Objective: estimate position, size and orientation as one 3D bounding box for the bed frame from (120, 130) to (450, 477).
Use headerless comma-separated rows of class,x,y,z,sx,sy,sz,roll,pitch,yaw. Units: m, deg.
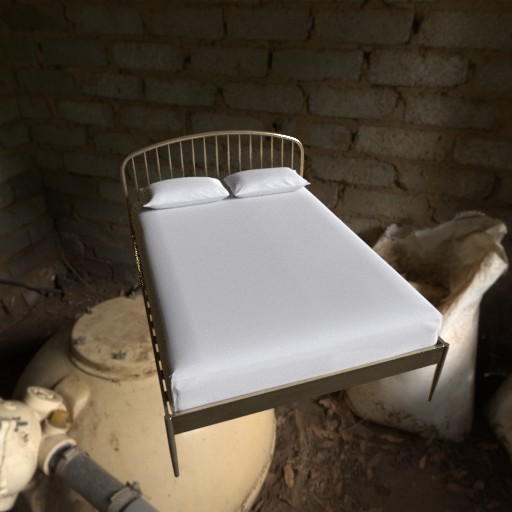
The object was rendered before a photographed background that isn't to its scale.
bed frame,0.000,0.000,3.096,1.612,1.175,2.152,-10,33,-15
